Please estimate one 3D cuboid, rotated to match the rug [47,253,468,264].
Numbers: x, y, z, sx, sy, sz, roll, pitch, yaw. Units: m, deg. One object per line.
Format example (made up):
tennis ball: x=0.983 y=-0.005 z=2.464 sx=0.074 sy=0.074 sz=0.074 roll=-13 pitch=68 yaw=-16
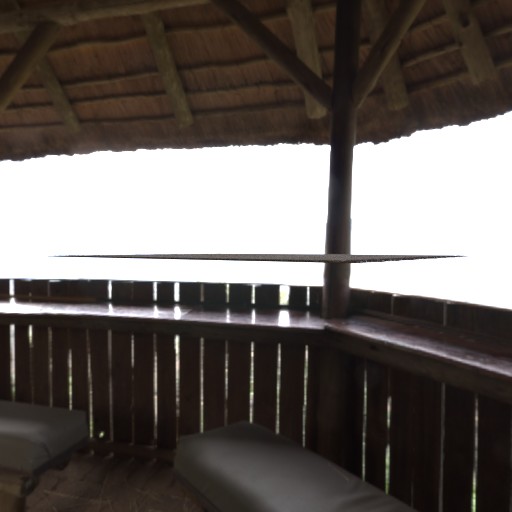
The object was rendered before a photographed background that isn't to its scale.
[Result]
rug: x=0.000 y=0.000 z=4.269 sx=3.291 sy=0.017 sz=2.431 roll=1 pitch=1 yaw=38
